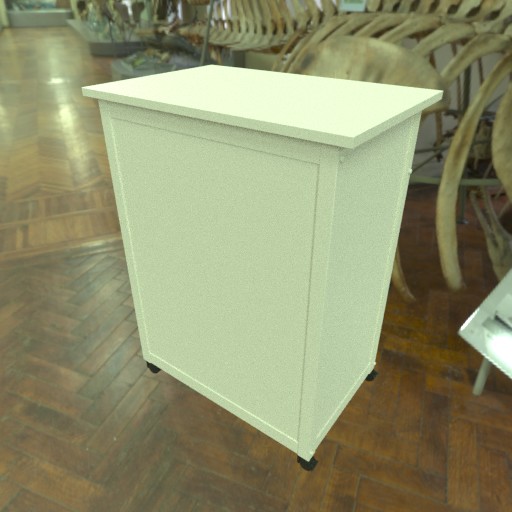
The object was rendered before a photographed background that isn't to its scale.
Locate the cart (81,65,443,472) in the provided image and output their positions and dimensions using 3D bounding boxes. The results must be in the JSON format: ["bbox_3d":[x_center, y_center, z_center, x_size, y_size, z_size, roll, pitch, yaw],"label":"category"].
[{"bbox_3d":[0.000,0.000,1.203,0.683,0.864,0.442,21,37,31],"label":"cart"}]
